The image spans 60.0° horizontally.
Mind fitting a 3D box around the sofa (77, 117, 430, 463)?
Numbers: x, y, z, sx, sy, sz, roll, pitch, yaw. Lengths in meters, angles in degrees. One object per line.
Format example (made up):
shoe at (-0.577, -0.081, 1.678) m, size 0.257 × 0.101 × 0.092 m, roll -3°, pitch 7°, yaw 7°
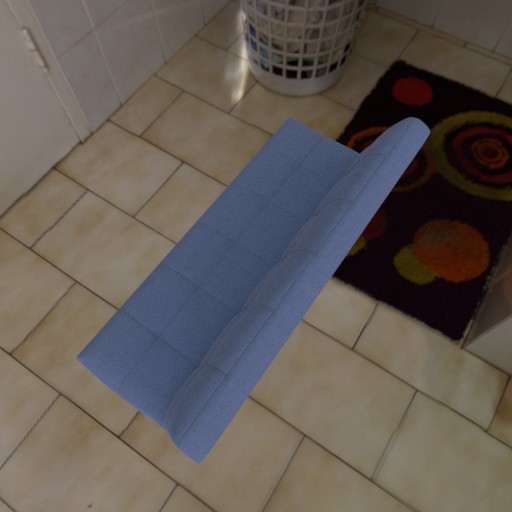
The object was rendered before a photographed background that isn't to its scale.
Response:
sofa at (0.000, 0.000, 2.213) m, size 0.796 × 0.800 × 1.800 m, roll 33°, pitch 69°, yaw 15°
